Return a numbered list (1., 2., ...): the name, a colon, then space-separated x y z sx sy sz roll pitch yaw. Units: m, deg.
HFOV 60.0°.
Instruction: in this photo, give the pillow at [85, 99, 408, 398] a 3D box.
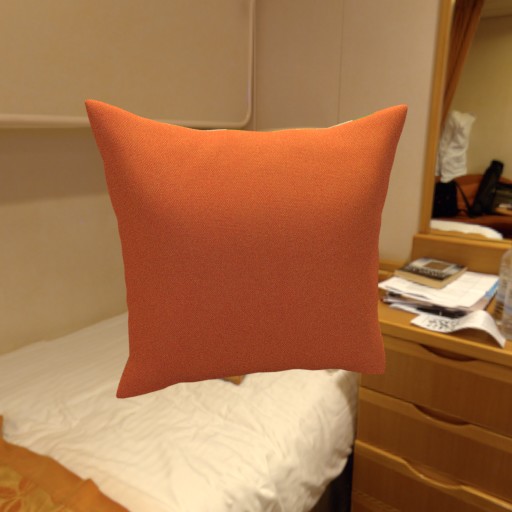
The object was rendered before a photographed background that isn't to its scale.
1. pillow: 0.000 0.000 0.674 0.453 0.444 0.169 -3 16 -10
